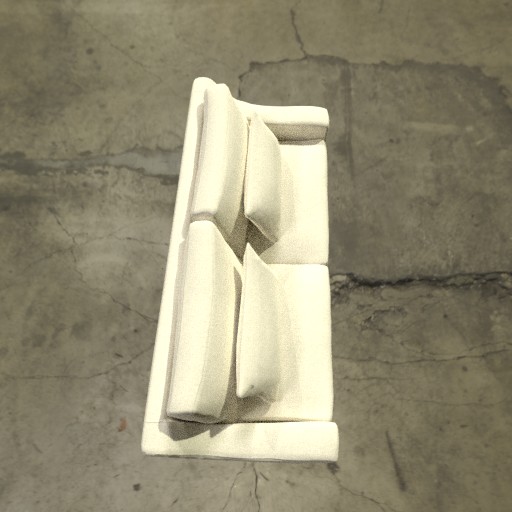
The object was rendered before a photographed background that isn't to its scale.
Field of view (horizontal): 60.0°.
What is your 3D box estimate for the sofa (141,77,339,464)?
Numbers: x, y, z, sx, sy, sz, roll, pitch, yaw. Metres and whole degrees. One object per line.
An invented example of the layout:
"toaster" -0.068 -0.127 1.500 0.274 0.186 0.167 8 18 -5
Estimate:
"sofa" 0.000 0.000 2.931 1.009 1.022 2.470 2 65 1
